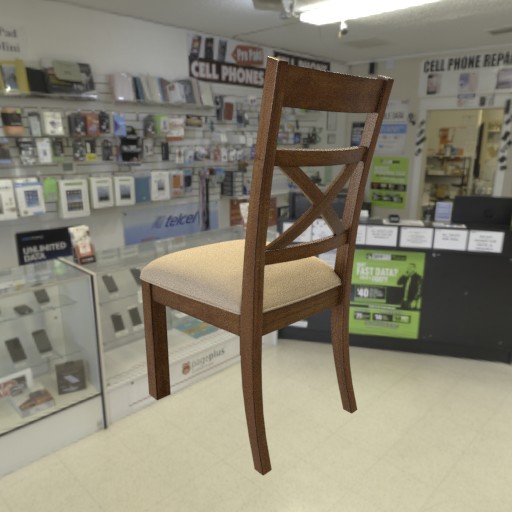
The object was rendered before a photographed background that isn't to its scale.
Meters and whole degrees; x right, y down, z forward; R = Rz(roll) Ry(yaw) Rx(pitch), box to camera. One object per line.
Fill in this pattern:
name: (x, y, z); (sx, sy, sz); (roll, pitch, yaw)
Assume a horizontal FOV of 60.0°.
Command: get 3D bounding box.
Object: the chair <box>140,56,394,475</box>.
chair: (0.000, 0.000, 1.265); (0.461, 0.949, 0.581); (-14, 20, -41)
